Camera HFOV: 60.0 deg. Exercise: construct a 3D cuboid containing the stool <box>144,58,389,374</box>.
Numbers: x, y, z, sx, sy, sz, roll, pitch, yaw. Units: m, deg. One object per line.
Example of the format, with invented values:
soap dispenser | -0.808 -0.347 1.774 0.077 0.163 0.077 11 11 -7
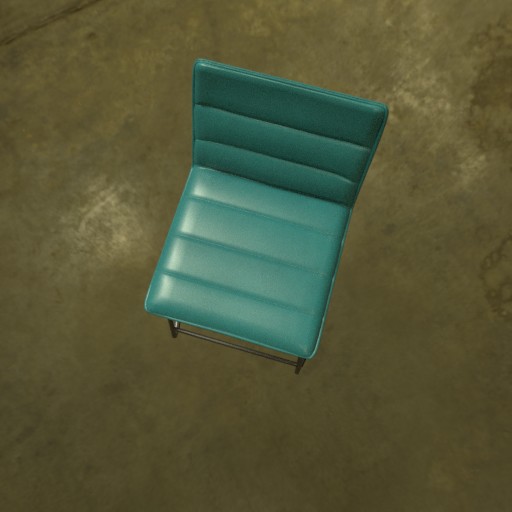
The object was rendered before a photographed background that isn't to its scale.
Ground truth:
stool | 0.000 0.000 1.191 0.489 0.866 0.524 16 76 4
